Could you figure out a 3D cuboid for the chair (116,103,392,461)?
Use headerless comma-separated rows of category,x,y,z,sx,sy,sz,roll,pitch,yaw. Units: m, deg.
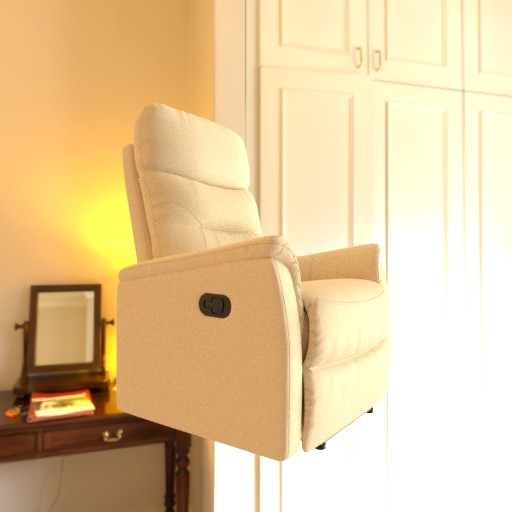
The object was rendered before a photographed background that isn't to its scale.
chair,0.000,0.000,1.593,0.831,1.082,0.775,0,-1,36
